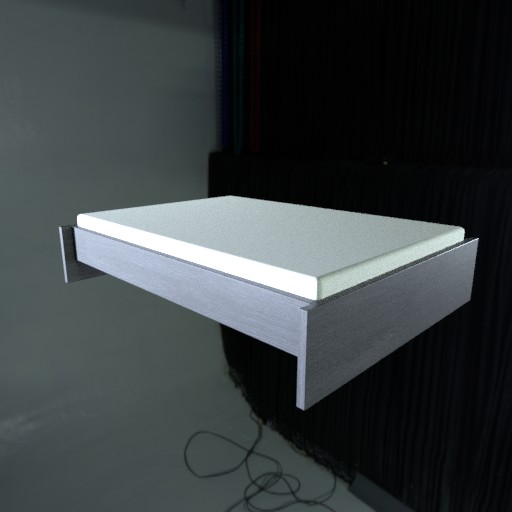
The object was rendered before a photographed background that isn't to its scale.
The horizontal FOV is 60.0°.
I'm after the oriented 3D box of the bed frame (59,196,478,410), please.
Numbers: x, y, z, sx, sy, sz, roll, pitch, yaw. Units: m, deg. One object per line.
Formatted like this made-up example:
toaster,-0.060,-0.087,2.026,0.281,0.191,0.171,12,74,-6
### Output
bed frame,0.000,0.000,2.617,1.950,0.432,1.490,15,21,43
